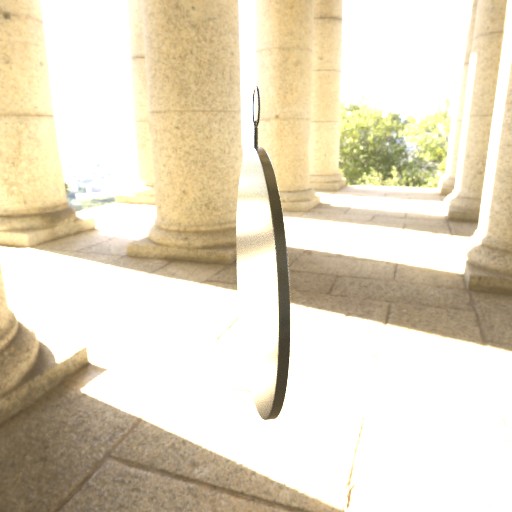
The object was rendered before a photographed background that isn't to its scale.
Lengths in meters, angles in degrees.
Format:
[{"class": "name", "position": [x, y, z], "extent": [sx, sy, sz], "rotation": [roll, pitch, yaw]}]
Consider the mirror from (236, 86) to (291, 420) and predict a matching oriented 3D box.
[{"class": "mirror", "position": [0.000, 0.000, 0.991], "extent": [0.020, 0.713, 0.594], "rotation": [-2, 16, -9]}]
